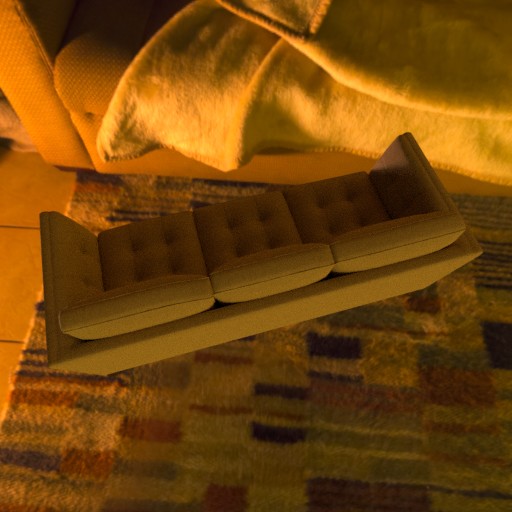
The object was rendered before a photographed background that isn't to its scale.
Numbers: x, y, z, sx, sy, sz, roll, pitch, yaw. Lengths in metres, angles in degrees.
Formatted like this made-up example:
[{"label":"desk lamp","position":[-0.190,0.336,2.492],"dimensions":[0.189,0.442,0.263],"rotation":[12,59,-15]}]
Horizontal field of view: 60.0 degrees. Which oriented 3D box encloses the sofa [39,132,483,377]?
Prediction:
[{"label":"sofa","position":[0.000,0.000,2.801],"dimensions":[2.388,0.940,0.965],"rotation":[-14,61,-8]}]
